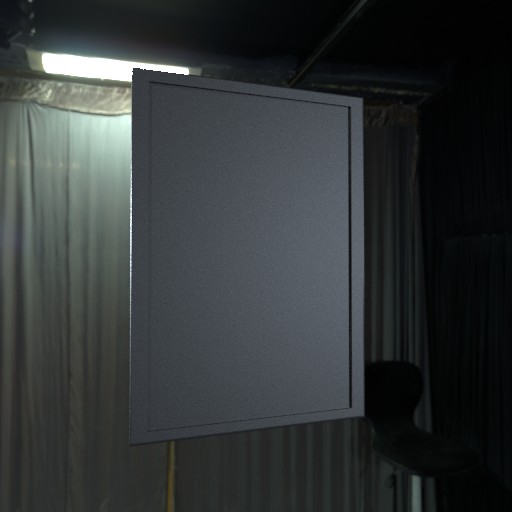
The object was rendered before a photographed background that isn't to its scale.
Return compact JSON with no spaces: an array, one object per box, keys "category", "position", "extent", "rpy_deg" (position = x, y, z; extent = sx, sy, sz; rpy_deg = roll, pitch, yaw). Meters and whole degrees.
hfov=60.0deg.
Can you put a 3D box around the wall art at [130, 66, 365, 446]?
[{"category":"wall art","position":[0.000,0.000,0.557],"extent":[0.303,0.431,0.013],"rpy_deg":[0,-1,-18]}]
